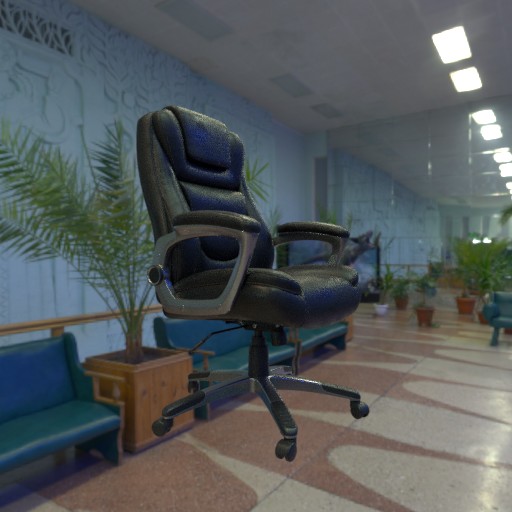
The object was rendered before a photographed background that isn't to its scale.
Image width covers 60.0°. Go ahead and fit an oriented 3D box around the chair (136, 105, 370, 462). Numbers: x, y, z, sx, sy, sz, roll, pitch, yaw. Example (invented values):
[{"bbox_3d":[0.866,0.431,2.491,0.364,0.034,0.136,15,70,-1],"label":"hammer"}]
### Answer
[{"bbox_3d":[0.000,0.000,1.526,0.689,1.075,0.697,0,1,36],"label":"chair"}]
